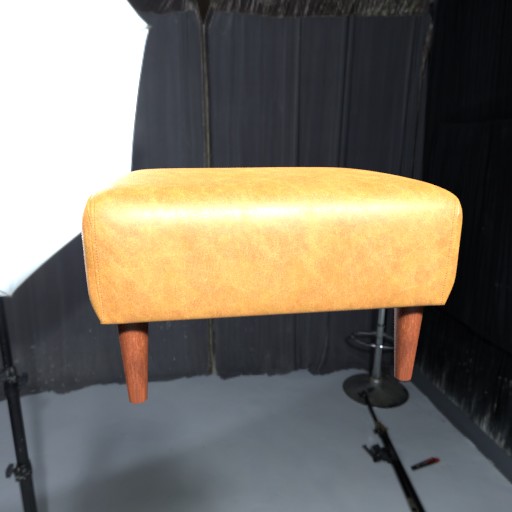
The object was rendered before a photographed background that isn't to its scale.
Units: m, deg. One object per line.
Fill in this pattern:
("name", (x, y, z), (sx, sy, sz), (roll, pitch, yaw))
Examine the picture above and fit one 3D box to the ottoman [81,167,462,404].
("ottoman", (0.000, 0.000, 1.048), (0.650, 0.399, 0.650), (-2, 14, -9))
